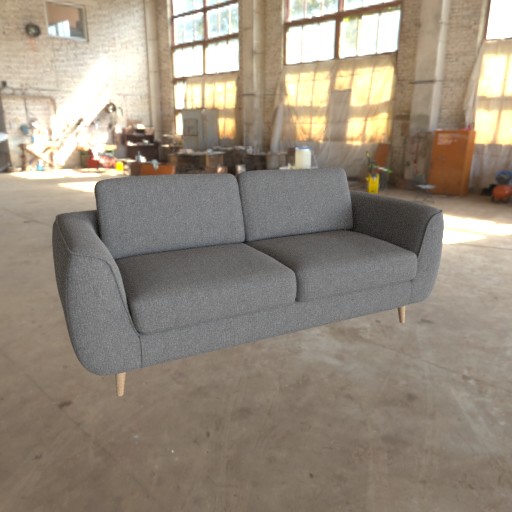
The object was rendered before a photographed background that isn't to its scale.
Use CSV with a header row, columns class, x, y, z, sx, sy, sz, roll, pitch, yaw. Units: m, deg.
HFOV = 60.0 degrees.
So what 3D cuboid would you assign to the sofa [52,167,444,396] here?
class,x,y,z,sx,sy,sz,roll,pitch,yaw
sofa,0.000,0.000,2.425,2.000,0.870,0.920,-8,18,-26
